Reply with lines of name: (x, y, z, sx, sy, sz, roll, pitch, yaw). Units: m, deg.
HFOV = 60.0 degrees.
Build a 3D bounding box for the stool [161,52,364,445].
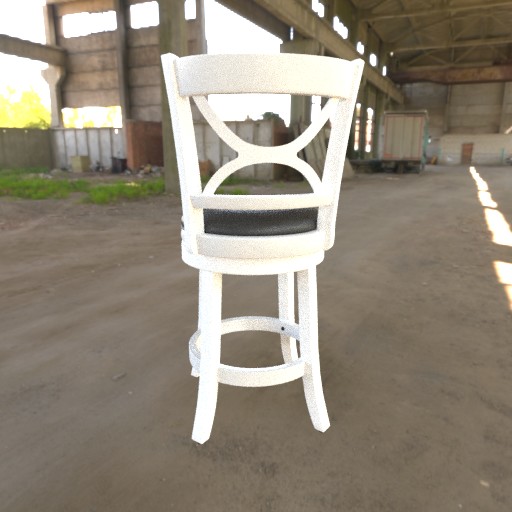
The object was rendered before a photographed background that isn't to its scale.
stool: (0.000, 0.000, 1.209, 0.444, 0.953, 0.508, -2, 14, -8)
